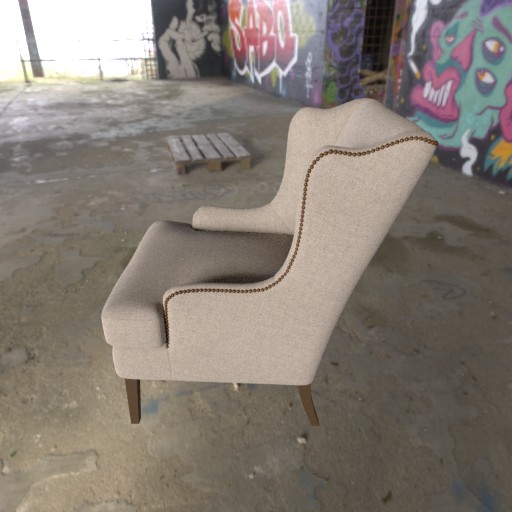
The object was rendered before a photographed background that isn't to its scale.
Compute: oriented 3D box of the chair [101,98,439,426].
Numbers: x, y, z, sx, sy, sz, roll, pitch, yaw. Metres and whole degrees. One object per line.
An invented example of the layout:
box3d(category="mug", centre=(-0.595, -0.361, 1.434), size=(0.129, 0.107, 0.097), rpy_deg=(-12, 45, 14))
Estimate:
box3d(category="chair", centre=(0.000, 0.000, 1.614), size=(0.940, 1.029, 0.737), rpy_deg=(0, 27, 1))
